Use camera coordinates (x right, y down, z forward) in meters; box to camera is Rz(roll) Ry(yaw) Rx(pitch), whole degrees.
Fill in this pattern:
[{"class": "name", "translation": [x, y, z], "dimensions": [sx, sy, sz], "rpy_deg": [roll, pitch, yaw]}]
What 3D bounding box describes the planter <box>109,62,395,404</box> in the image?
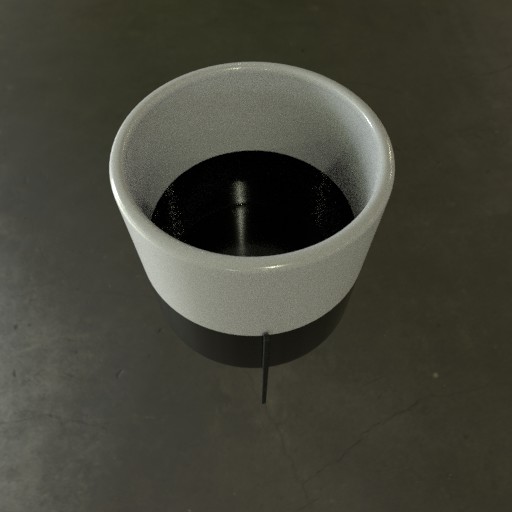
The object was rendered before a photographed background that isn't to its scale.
[{"class": "planter", "translation": [0.000, 0.000, 0.650], "dimensions": [0.310, 0.432, 0.310], "rpy_deg": [-18, 60, -11]}]
